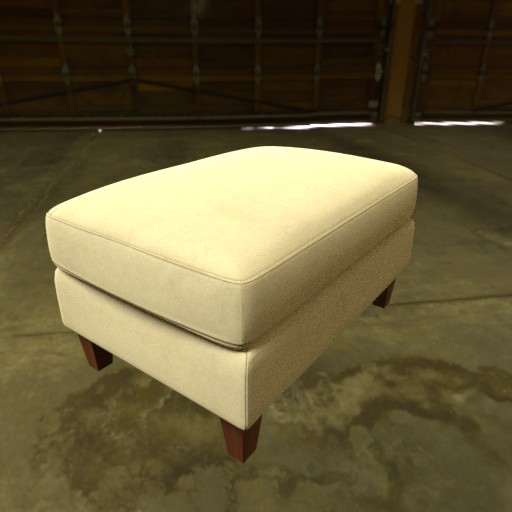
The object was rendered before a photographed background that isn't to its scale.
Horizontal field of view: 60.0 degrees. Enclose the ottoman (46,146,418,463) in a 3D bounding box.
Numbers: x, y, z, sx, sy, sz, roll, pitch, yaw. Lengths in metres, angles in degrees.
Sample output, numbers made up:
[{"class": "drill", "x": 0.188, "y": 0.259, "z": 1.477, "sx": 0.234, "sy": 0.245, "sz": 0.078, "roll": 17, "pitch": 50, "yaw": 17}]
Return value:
[{"class": "ottoman", "x": 0.000, "y": 0.000, "z": 1.196, "sx": 0.584, "sy": 0.483, "sz": 0.864, "roll": 17, "pitch": 30, "yaw": 33}]
